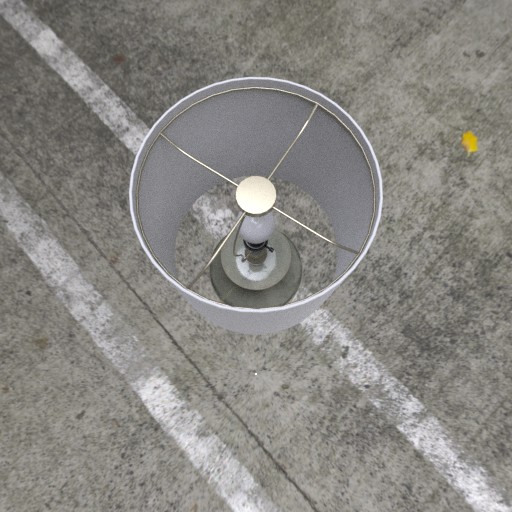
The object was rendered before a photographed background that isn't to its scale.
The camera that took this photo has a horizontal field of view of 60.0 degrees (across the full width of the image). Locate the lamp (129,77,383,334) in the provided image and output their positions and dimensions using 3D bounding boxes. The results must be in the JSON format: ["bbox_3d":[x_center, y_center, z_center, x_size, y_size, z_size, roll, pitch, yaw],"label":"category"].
[{"bbox_3d":[0.000,0.000,0.589,0.211,0.455,0.211,-42,79,-10],"label":"lamp"}]
